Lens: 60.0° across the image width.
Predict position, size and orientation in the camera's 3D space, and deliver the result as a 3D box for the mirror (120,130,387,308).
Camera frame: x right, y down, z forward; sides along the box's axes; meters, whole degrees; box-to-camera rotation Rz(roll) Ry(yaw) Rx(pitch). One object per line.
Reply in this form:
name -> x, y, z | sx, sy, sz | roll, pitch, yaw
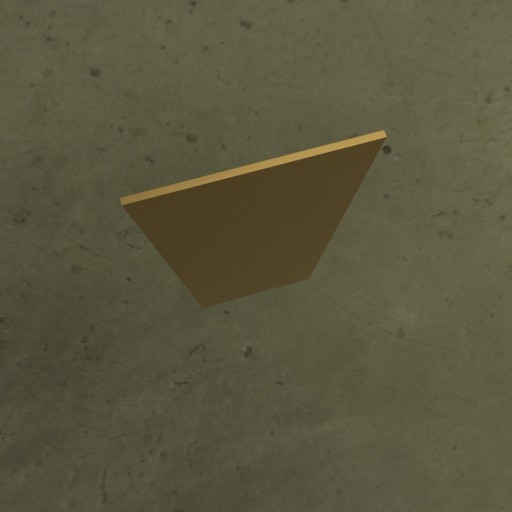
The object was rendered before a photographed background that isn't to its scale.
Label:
mirror -> 0.000, 0.000, 2.292 | 0.812, 2.031, 0.025 | -15, 75, -4
